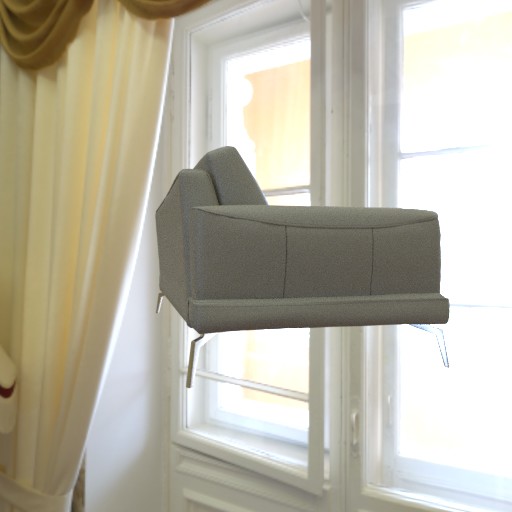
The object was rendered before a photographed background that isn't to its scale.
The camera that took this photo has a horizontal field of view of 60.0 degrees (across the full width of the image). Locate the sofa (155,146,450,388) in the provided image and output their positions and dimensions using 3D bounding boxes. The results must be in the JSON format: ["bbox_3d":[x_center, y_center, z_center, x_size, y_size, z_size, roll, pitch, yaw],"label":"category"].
[{"bbox_3d":[0.000,0.000,2.721,1.121,0.930,2.177,0,0,-16],"label":"sofa"}]
